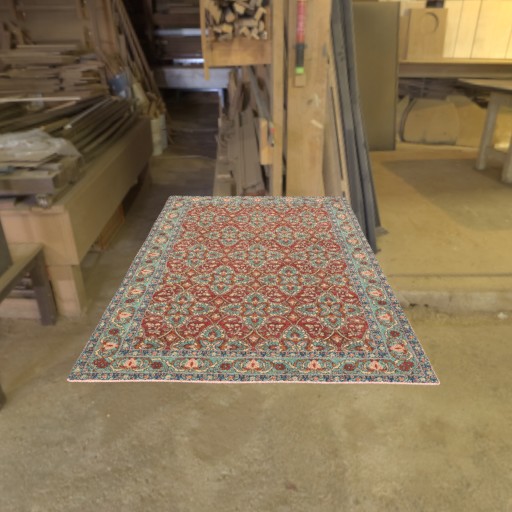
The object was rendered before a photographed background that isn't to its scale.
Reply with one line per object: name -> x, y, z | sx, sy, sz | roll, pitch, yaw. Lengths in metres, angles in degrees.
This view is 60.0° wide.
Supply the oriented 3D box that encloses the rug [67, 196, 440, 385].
rug -> 0.000, 0.000, 2.254 | 1.219, 0.009, 1.829 | 0, 27, 1
